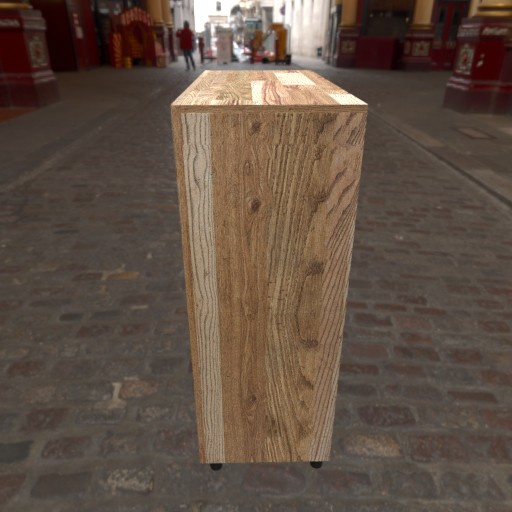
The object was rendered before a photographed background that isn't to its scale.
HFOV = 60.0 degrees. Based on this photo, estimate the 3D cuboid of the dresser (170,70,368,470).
[{"bbox_3d":[0.000,0.000,1.696,0.480,1.243,0.966,-1,27,-1],"label":"dresser"}]
